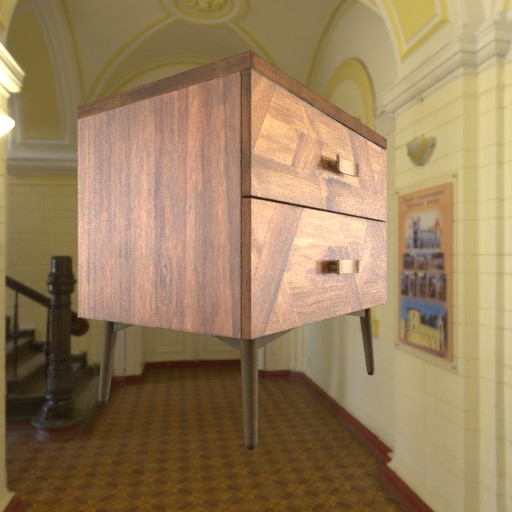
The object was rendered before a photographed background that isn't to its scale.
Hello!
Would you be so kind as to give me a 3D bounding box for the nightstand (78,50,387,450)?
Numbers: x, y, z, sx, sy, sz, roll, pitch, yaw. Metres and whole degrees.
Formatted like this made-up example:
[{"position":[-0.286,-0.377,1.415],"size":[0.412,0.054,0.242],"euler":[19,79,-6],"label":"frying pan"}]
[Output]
[{"position":[0.000,0.000,1.020],"size":[0.458,0.610,0.610],"euler":[0,0,35],"label":"nightstand"}]
